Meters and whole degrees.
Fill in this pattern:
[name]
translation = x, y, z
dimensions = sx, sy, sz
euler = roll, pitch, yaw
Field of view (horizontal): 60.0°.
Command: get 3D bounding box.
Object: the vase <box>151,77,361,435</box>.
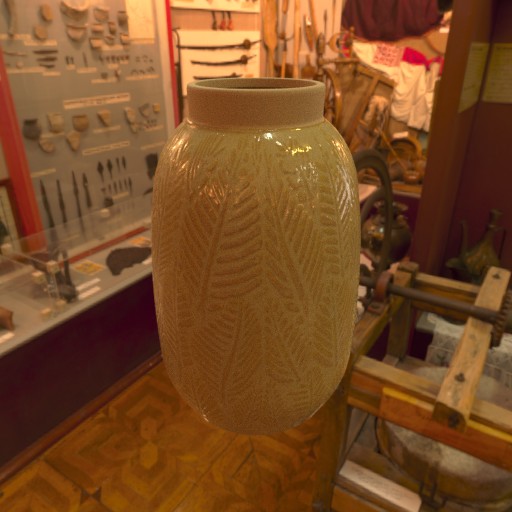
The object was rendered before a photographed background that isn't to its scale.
[vase]
translation = 0.000, 0.000, 0.369
dimensions = 0.172, 0.270, 0.172
euler = 0, 26, 0
